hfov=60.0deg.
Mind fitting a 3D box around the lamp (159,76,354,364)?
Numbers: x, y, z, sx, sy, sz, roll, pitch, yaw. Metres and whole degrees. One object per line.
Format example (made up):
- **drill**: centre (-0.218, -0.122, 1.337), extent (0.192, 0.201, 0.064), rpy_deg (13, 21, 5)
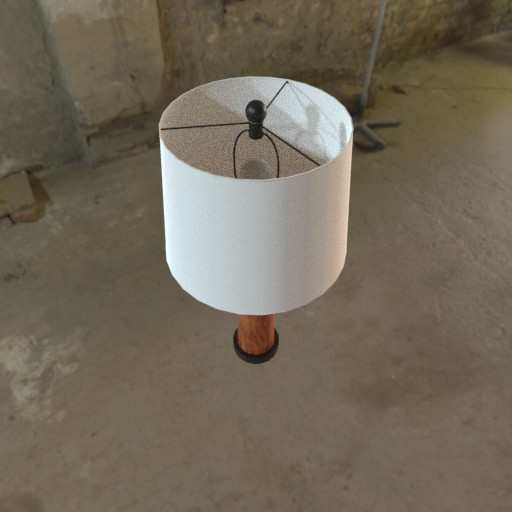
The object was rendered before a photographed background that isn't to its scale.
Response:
- **lamp**: centre (0.000, 0.000, 0.892), extent (0.349, 0.667, 0.349), rpy_deg (0, 47, 0)
